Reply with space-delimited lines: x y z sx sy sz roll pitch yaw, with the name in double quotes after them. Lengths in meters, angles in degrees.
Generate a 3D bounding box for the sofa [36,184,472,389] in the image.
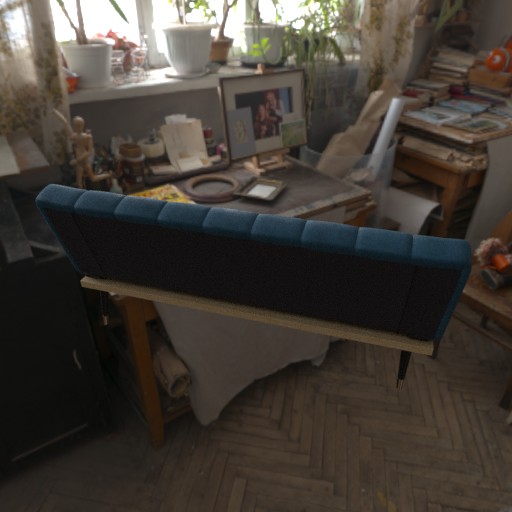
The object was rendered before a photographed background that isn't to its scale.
0.000 0.000 2.270 1.810 0.825 0.830 9 33 14 "sofa"
